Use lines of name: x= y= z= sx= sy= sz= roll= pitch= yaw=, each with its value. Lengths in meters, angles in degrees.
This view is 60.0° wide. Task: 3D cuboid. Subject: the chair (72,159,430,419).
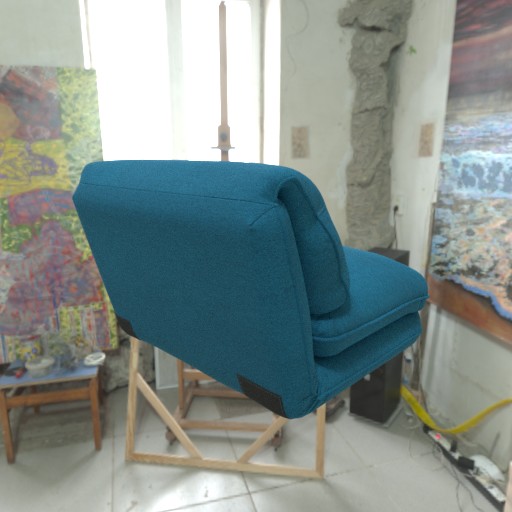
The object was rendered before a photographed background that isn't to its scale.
chair: x=0.000 y=0.000 z=1.351 sx=0.820 sy=0.580 sz=0.780 roll=13 pitch=18 yaw=43
